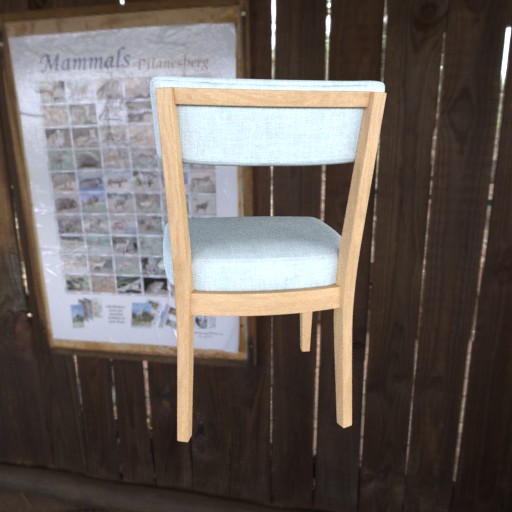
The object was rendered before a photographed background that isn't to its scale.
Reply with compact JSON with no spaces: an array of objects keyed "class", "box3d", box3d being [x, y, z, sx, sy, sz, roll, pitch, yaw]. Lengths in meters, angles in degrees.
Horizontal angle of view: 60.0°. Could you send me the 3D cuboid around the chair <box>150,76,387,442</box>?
[{"class":"chair","box3d":[0.000,0.000,1.197,0.508,0.832,0.572,-2,13,-8]}]
